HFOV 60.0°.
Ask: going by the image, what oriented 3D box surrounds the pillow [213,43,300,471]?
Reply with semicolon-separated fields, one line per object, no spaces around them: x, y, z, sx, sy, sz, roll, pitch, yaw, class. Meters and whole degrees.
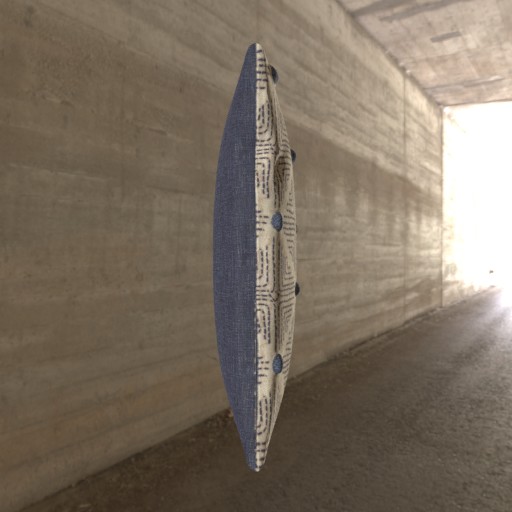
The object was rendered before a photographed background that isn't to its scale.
0.000;0.000;0.776;0.145;0.510;0.510;0;0;-1;pillow
